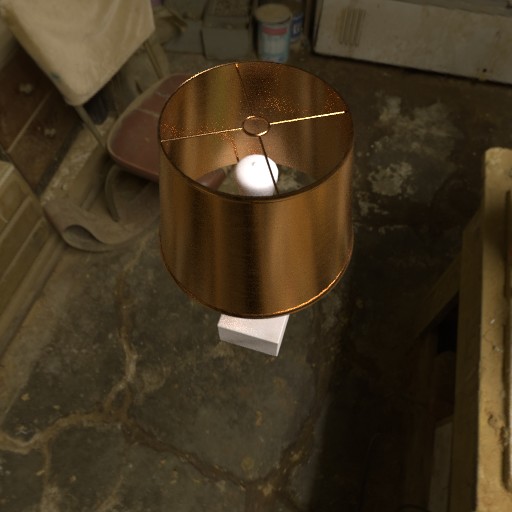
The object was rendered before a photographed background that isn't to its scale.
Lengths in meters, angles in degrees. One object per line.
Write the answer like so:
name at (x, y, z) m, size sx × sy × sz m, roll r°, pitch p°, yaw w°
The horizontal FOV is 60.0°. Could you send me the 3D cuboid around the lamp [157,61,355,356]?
lamp at (0.000, 0.000, 0.524) m, size 0.208 × 0.406 × 0.208 m, roll 0°, pitch 58°, yaw 0°
